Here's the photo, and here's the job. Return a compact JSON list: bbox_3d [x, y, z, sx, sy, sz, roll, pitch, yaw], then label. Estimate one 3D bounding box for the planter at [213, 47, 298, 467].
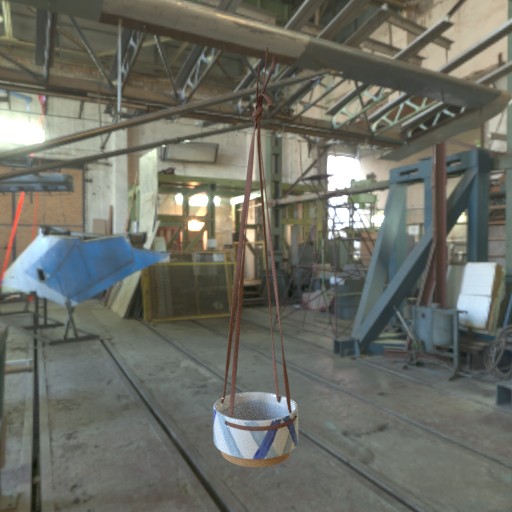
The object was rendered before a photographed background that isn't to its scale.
[{"bbox_3d":[0.000,0.000,0.849,0.166,0.751,0.166,0,1,18],"label":"planter"}]
